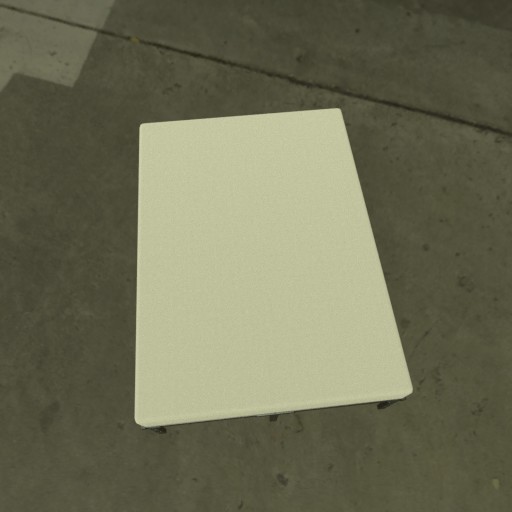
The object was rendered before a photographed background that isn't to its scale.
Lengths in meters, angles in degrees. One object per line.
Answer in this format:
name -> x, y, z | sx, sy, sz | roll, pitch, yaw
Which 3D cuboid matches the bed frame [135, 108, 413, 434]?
bed frame -> 0.000, 0.000, 3.818 | 2.205, 0.680, 2.842 | 1, 63, 1
